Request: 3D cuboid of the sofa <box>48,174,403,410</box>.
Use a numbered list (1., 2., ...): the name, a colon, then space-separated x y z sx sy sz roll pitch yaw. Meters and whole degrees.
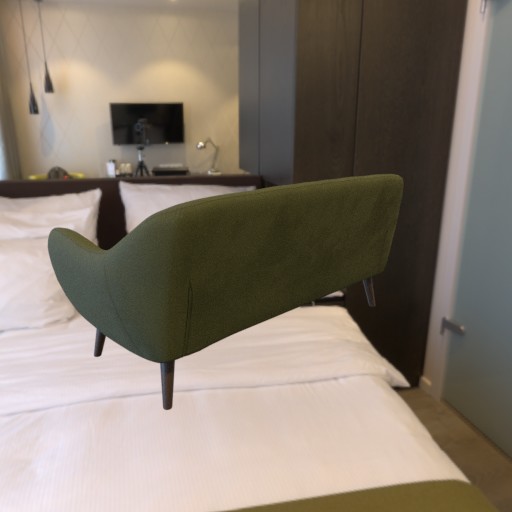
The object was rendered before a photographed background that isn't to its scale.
1. sofa: 0.000 0.000 2.323 1.840 0.836 0.820 -15 22 -42
